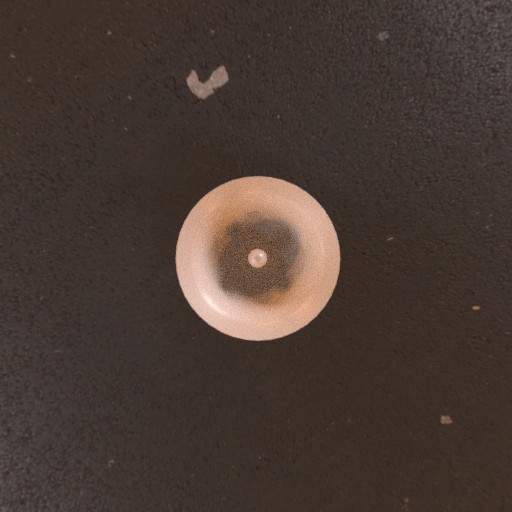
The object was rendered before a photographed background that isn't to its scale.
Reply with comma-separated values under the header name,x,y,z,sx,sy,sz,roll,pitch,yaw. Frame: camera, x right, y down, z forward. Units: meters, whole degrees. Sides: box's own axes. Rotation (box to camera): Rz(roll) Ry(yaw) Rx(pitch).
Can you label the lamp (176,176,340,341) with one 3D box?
name,x,y,z,sx,sy,sz,roll,pitch,yaw
lamp,0.000,0.000,1.977,0.405,1.771,0.405,0,90,0
